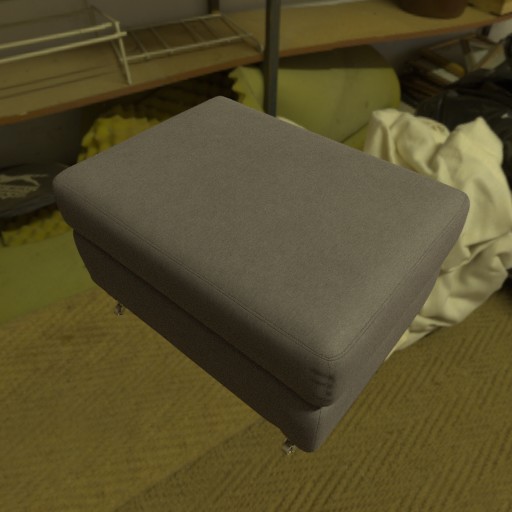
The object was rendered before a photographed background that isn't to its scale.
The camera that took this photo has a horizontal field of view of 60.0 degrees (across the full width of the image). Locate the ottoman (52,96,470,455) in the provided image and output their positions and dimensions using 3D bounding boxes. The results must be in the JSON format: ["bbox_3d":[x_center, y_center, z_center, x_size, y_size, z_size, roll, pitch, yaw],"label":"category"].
[{"bbox_3d":[0.000,0.000,1.098,0.773,0.497,0.574,31,52,27],"label":"ottoman"}]
